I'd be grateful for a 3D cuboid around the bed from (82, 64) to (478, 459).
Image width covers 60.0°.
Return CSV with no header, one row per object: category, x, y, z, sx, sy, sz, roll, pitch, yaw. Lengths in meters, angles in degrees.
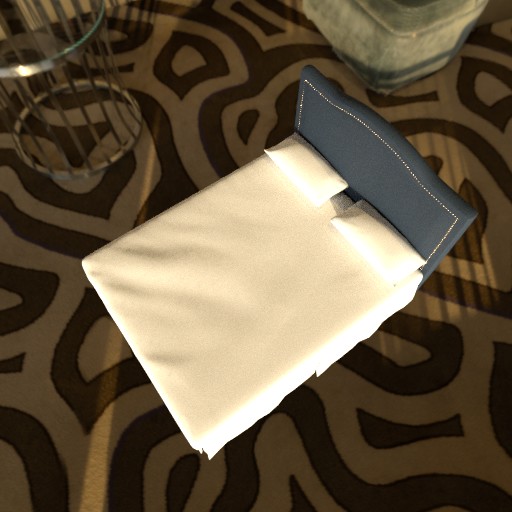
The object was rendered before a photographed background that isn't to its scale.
bed,0.000,0.000,3.372,2.282,1.436,1.821,-33,67,-16
